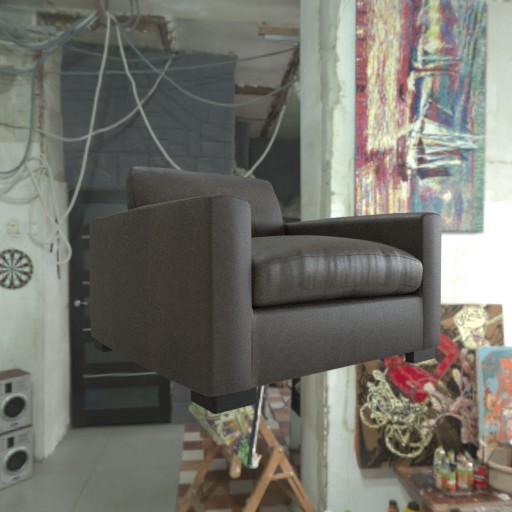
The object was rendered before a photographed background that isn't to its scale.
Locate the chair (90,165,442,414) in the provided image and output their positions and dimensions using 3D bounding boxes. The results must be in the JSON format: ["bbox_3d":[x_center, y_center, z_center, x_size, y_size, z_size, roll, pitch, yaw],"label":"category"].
[{"bbox_3d":[0.000,0.000,1.842,1.106,0.807,1.080,0,1,-36],"label":"chair"}]
